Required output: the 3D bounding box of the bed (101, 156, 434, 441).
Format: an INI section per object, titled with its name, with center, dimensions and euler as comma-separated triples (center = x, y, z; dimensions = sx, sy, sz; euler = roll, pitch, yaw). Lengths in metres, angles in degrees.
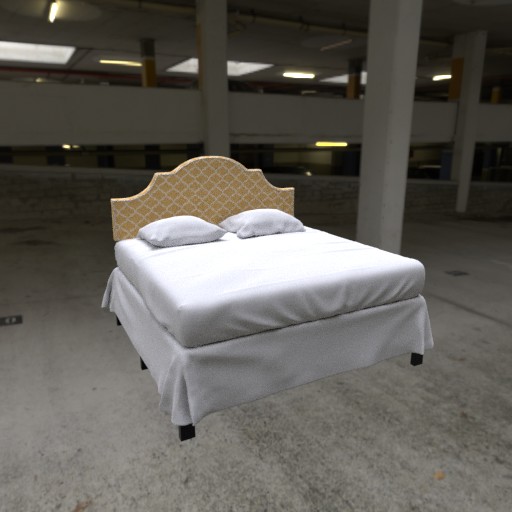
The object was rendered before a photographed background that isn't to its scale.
[bed]
center = 0.000, 0.000, 3.798
dimensions = 2.314, 1.601, 2.222
euler = -8, 17, -27
